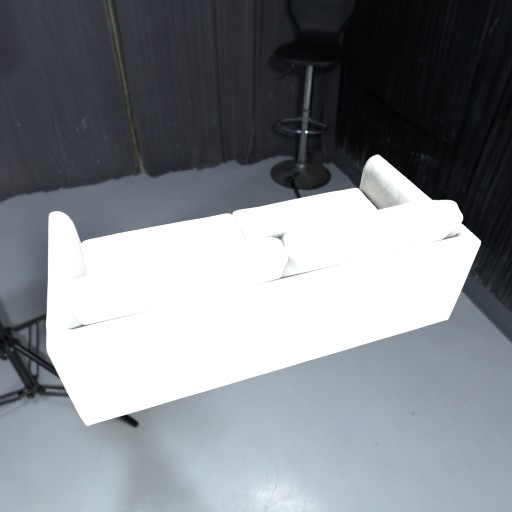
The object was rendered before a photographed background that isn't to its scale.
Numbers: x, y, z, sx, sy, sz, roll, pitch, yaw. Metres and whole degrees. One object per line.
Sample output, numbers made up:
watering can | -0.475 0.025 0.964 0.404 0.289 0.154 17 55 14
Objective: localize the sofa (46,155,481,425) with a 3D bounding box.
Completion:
sofa | 0.000 0.000 2.661 2.588 0.838 1.090 -13 42 -14
